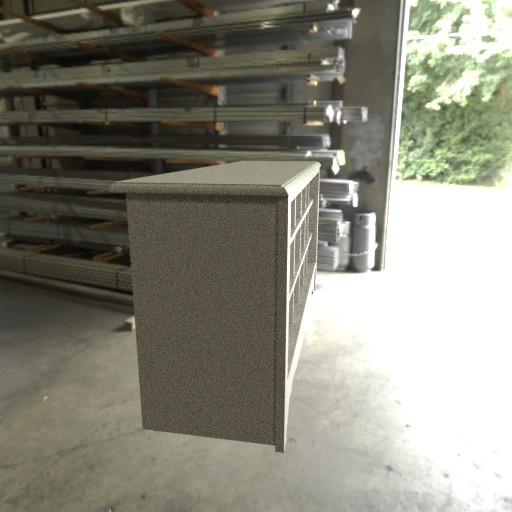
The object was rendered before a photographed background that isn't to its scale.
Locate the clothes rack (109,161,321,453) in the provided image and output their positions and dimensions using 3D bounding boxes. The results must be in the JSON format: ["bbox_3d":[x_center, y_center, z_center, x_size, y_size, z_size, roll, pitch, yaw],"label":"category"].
[{"bbox_3d":[0.000,0.000,1.361,0.324,0.531,1.120,3,14,10],"label":"clothes rack"}]
